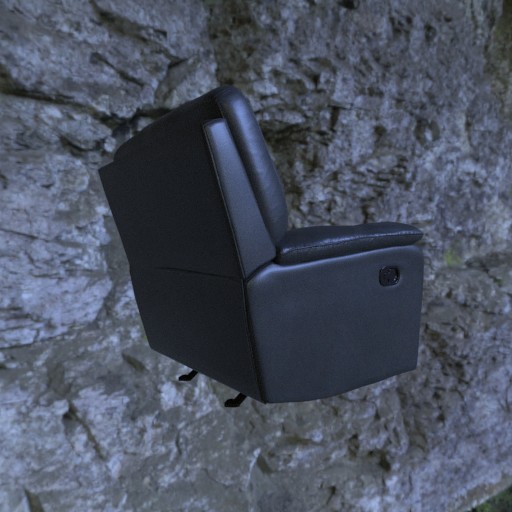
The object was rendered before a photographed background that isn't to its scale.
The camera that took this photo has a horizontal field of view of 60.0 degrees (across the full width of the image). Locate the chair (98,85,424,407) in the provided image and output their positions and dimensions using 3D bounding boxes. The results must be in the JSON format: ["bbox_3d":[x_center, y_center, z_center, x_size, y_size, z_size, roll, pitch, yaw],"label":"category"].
[{"bbox_3d":[0.000,0.000,1.950,1.087,1.109,1.096,-1,2,-36],"label":"chair"}]
